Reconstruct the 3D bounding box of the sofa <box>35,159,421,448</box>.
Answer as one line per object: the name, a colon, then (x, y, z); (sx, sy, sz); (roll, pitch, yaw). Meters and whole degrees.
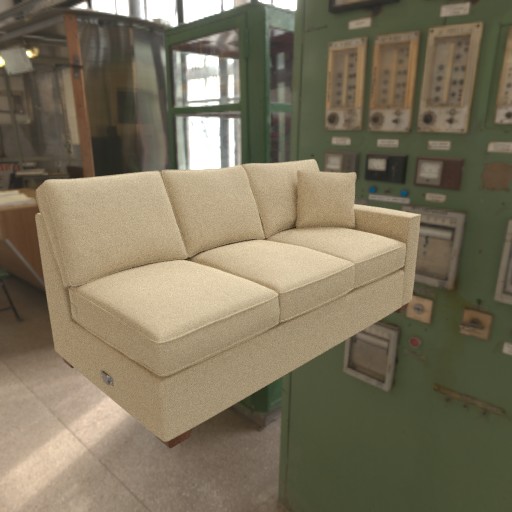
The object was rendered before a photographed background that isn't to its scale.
sofa: (0.000, 0.000, 2.467); (1.034, 0.946, 1.963); (15, 22, 43)
